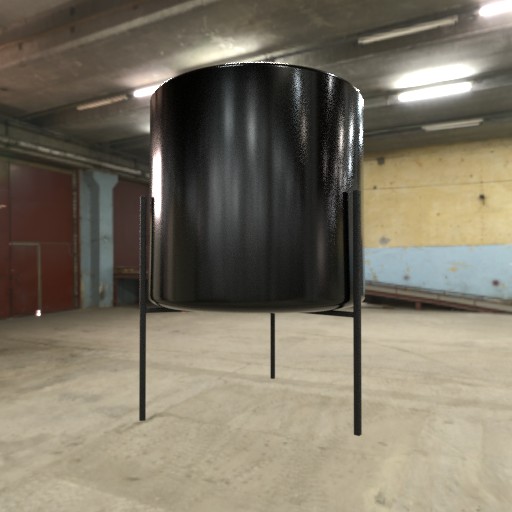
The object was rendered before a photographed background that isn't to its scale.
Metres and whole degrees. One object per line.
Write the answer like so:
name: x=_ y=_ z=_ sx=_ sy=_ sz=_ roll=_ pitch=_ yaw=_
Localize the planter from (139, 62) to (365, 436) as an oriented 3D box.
planter: x=0.000 y=0.000 z=0.634 sx=0.310 sy=0.432 sz=0.310 roll=1 pitch=-1 yaw=-34
